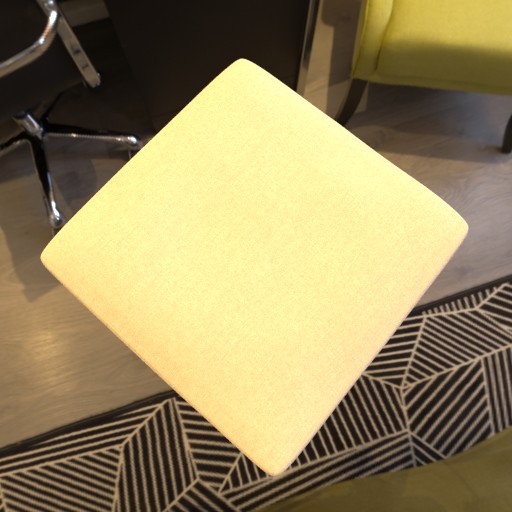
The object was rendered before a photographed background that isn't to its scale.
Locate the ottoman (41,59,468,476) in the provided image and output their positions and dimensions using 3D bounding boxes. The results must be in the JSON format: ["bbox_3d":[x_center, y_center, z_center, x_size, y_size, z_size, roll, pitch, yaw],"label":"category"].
[{"bbox_3d":[0.000,0.000,1.320,0.843,0.436,0.840,40,78,10],"label":"ottoman"}]
